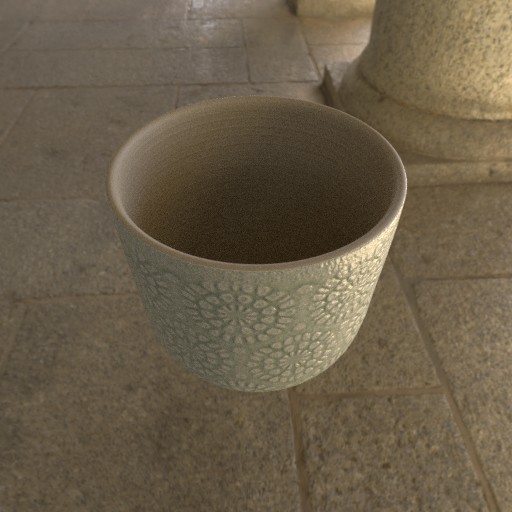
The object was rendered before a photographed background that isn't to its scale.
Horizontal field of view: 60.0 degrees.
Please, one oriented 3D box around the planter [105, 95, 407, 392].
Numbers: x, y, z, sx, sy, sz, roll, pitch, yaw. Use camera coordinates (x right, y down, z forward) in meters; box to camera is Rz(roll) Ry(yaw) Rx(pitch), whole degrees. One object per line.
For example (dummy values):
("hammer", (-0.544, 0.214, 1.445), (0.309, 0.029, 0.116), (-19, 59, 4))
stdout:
("planter", (0.000, 0.000, 0.308), (0.169, 0.153, 0.169), (0, 46, 0))
